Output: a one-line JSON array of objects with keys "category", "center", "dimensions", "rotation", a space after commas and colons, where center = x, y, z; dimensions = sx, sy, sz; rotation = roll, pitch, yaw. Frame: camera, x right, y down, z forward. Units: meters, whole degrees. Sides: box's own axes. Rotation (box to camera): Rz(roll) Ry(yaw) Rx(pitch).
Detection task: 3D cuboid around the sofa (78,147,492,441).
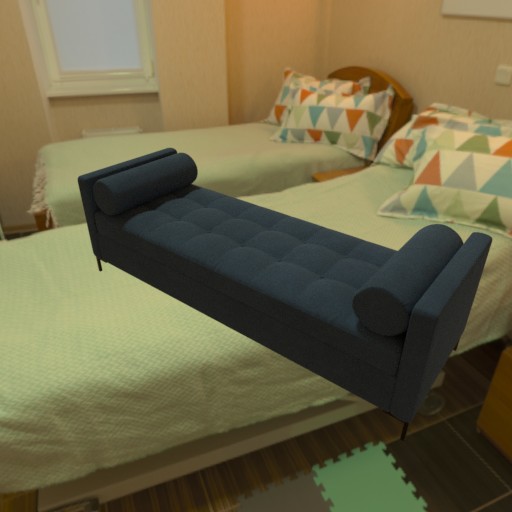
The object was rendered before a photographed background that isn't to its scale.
[{"category": "sofa", "center": [0.000, 0.000, 2.287], "dimensions": [1.981, 0.635, 0.686], "rotation": [22, 37, 32]}]
